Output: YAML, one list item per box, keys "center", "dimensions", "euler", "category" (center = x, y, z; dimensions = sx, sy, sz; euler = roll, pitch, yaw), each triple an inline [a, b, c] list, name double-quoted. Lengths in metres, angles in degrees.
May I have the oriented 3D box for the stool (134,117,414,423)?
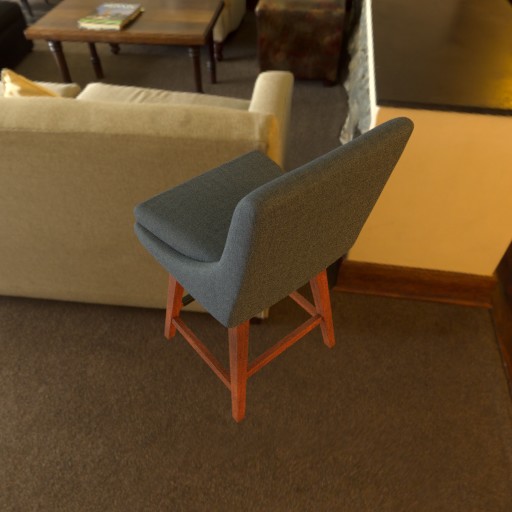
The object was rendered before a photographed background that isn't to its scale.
- center: [0.000, 0.000, 1.226]
  dimensions: [0.467, 0.895, 0.524]
  euler: [-31, 54, -27]
  category: "stool"
